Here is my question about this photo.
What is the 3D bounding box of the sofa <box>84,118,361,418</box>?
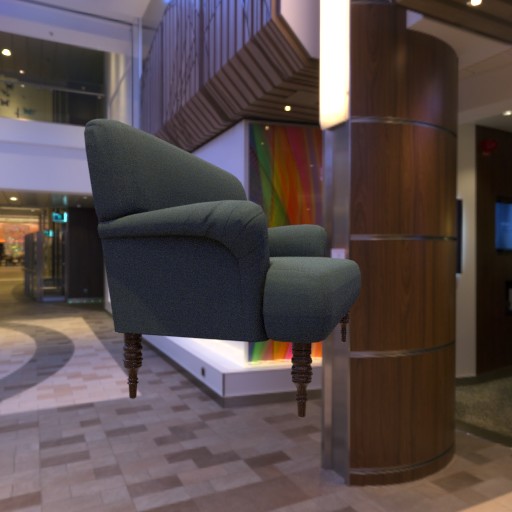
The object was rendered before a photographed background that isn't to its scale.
[{"bbox_3d":[0.000,0.000,1.835,0.779,0.889,1.297,0,0,17],"label":"sofa"}]
